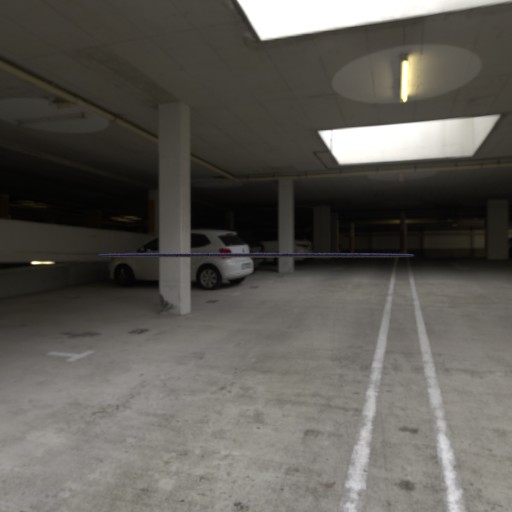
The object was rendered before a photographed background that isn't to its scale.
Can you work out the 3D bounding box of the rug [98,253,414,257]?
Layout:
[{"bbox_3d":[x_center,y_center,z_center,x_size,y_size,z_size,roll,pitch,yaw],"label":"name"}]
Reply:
[{"bbox_3d":[0.000,0.000,2.372,1.591,0.010,1.591,0,0,0],"label":"rug"}]
